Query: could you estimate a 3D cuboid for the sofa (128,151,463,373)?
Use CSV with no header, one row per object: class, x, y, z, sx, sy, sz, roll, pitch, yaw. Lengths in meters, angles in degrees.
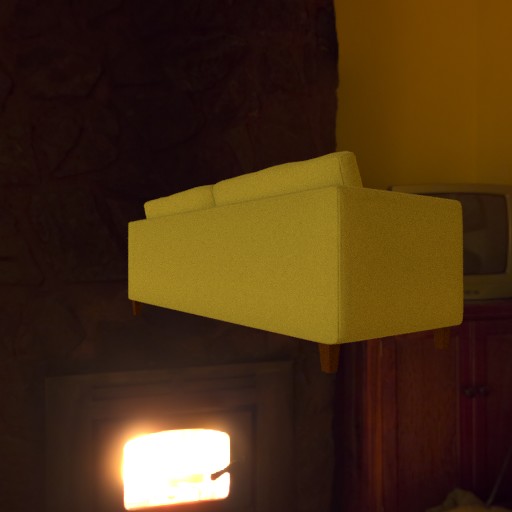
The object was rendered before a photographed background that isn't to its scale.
sofa,0.000,0.000,2.985,0.948,0.965,2.434,0,0,-35
